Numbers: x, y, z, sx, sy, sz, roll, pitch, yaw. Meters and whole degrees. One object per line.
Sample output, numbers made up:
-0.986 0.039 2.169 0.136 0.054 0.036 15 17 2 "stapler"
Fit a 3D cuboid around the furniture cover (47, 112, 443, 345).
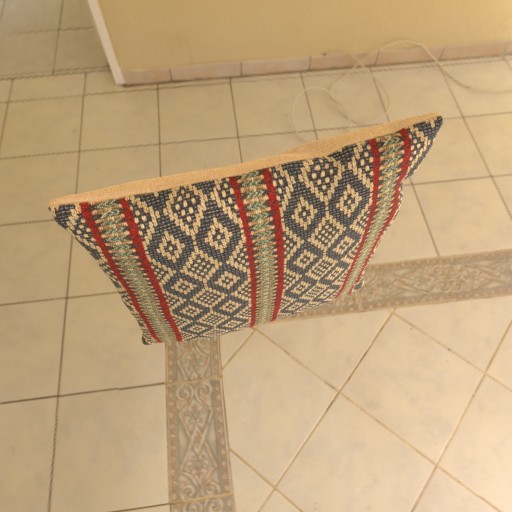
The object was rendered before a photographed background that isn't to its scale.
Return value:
0.000 0.000 0.647 0.431 0.431 0.139 -15 63 -8 "furniture cover"
